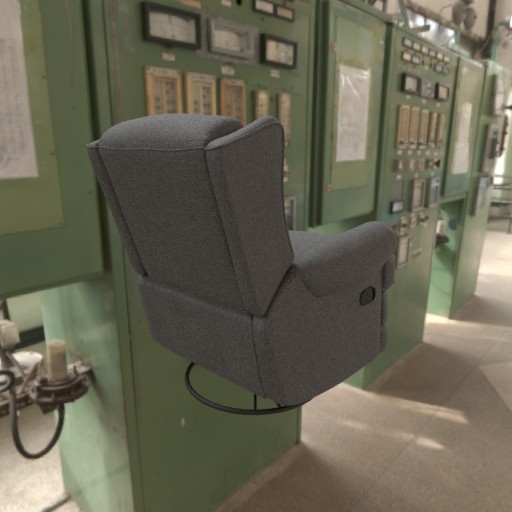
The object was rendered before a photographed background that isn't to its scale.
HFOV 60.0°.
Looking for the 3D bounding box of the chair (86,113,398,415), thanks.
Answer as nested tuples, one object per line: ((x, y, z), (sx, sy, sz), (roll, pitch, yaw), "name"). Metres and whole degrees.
((0.000, 0.000, 1.706), (0.847, 1.011, 0.969), (13, 19, 41), "chair")
